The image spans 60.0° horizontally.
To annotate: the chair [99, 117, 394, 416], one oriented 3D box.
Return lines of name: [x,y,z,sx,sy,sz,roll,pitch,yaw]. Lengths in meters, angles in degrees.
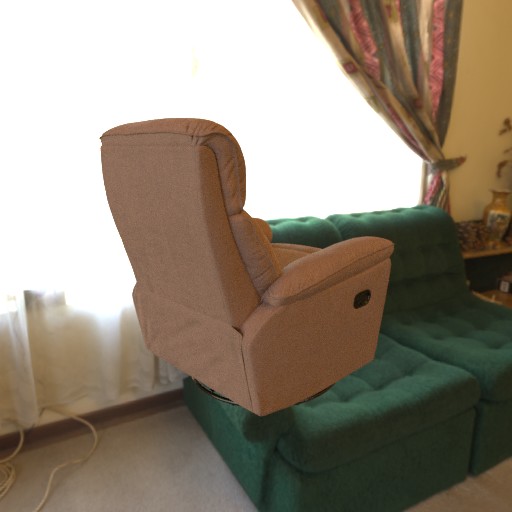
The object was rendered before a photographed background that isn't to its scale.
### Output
chair: [0.000,0.000,1.797,1.004,1.037,0.820,-14,20,-43]
